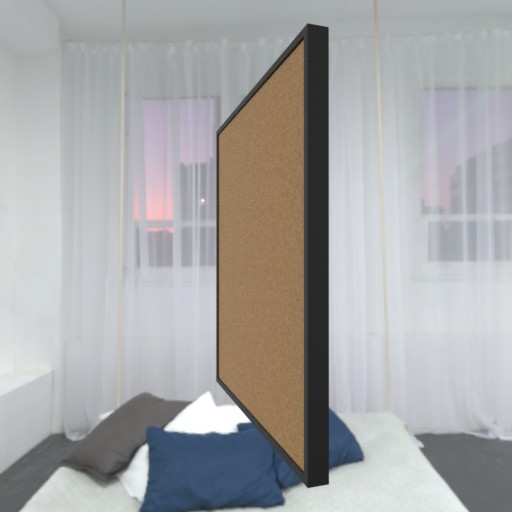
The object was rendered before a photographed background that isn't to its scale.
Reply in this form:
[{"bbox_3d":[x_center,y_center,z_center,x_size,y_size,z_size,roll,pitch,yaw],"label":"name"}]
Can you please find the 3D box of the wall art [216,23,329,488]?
[{"bbox_3d":[0.000,0.000,0.523,0.019,0.381,0.330,0,0,-18],"label":"wall art"}]
